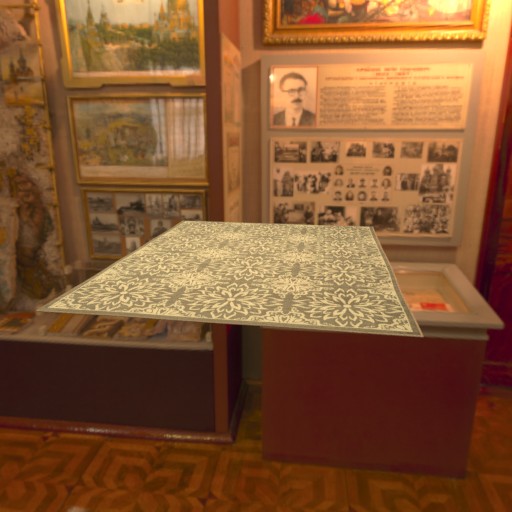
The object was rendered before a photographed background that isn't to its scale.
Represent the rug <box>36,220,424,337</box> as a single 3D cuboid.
[{"bbox_3d":[0.000,0.000,4.058,2.363,0.012,2.980,2,16,9],"label":"rug"}]
